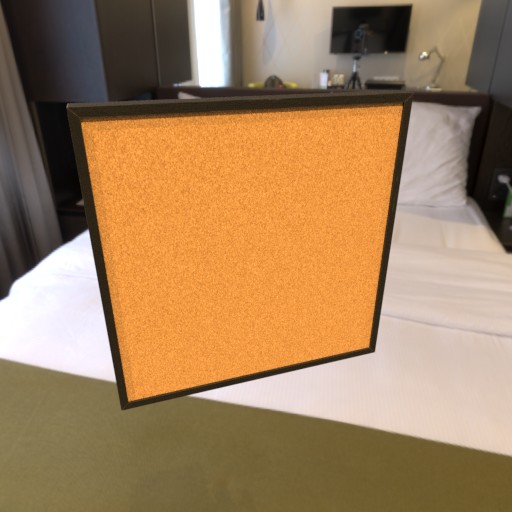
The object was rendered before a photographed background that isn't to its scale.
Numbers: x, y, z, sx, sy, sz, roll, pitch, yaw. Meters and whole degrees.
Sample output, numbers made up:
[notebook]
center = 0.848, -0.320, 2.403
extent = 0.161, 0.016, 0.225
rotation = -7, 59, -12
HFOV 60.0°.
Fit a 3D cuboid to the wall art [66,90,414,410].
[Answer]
[wall art]
center = 0.000, 0.000, 0.746
extent = 0.506, 0.506, 0.036
rotation = -8, 28, -16
